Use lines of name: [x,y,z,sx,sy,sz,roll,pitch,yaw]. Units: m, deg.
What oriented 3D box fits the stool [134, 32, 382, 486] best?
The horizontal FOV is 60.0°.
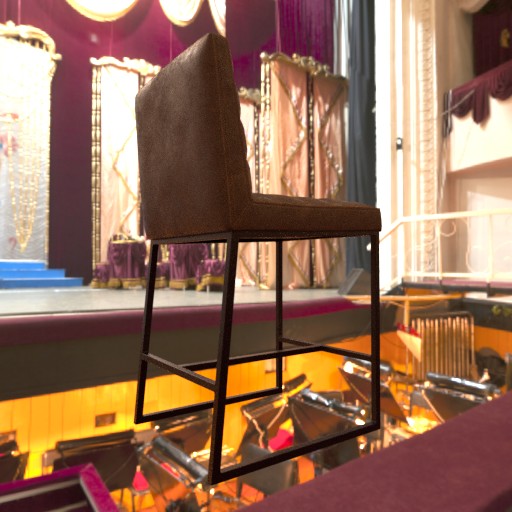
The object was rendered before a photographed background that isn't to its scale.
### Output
stool: [0.000,0.000,1.238,0.562,0.942,0.463,1,-1,-36]
